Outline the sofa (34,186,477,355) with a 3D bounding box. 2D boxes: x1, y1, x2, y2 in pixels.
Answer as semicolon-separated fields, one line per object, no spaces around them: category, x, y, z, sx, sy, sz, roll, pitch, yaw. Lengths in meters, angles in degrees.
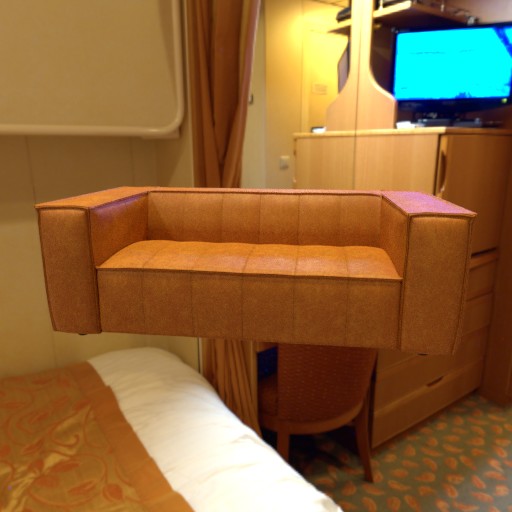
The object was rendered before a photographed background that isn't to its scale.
sofa;0.000;0.000;2.591;2.088;0.703;1.102;2;14;7
